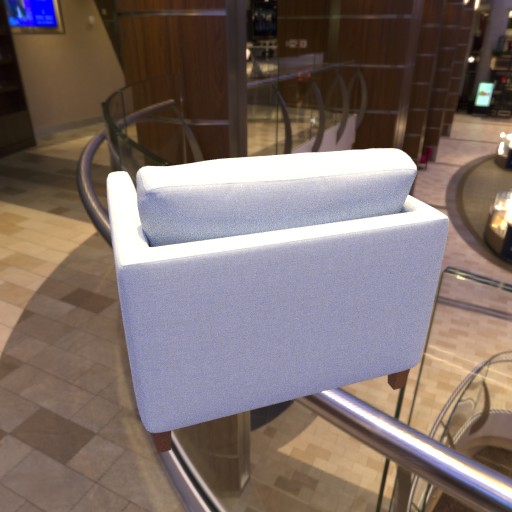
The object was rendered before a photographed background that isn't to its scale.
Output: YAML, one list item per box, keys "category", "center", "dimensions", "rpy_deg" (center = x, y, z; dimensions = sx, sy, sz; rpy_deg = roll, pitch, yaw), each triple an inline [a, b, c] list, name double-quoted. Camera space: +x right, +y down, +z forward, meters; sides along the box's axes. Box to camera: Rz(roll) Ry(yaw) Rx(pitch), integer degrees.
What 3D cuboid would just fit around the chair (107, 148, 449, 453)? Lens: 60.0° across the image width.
- category: "chair"
  center: [0.000, 0.000, 1.835]
  dimensions: [1.107, 0.961, 0.953]
  rpy_deg: [-9, 28, -17]
